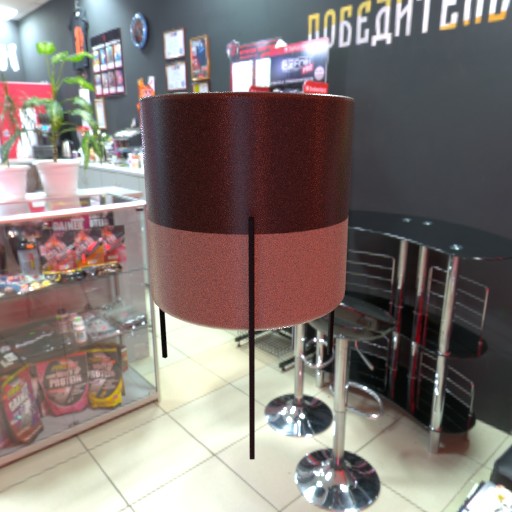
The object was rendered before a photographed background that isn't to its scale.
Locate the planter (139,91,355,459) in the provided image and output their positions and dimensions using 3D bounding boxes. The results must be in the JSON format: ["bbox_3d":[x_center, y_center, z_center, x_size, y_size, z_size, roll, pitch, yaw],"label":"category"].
[{"bbox_3d":[0.000,0.000,0.526,0.250,0.353,0.260,-3,16,-9],"label":"planter"}]
